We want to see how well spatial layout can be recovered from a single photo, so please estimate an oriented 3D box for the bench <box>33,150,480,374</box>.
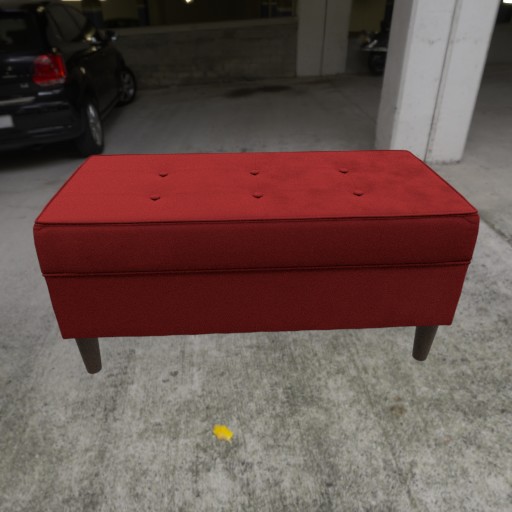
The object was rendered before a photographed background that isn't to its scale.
[{"bbox_3d":[0.000,0.000,1.285,1.016,0.471,0.492,-2,31,-3],"label":"bench"}]
